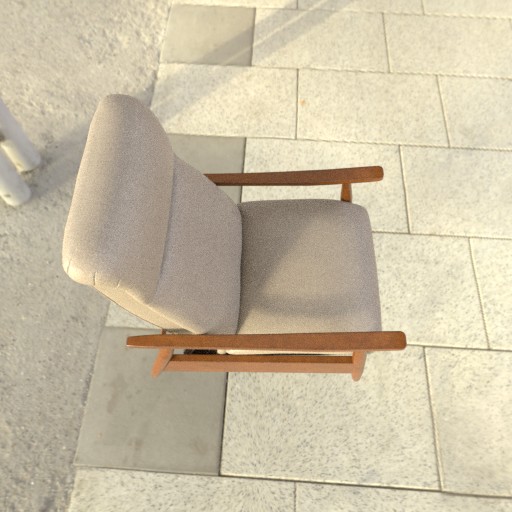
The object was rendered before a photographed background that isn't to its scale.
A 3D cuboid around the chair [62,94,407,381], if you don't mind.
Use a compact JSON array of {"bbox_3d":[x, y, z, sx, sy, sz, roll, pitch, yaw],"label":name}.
[{"bbox_3d":[0.000,0.000,1.733,1.032,1.082,0.762,1,63,0],"label":"chair"}]
